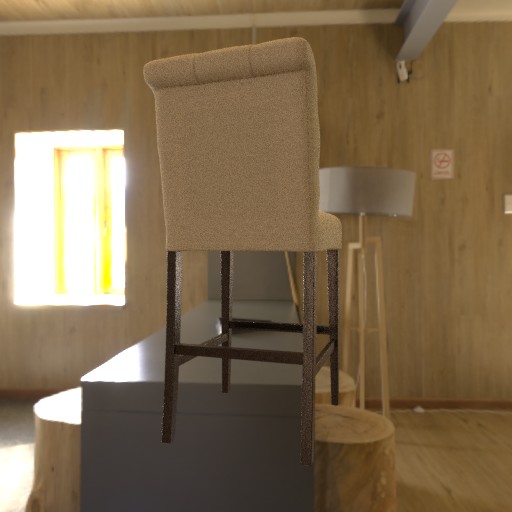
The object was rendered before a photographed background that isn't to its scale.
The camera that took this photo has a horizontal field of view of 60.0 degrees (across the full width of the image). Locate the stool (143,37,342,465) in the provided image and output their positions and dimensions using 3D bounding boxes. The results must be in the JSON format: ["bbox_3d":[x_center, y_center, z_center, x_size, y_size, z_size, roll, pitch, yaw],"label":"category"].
[{"bbox_3d":[0.000,0.000,1.448,0.482,1.118,0.610,0,1,18],"label":"stool"}]
